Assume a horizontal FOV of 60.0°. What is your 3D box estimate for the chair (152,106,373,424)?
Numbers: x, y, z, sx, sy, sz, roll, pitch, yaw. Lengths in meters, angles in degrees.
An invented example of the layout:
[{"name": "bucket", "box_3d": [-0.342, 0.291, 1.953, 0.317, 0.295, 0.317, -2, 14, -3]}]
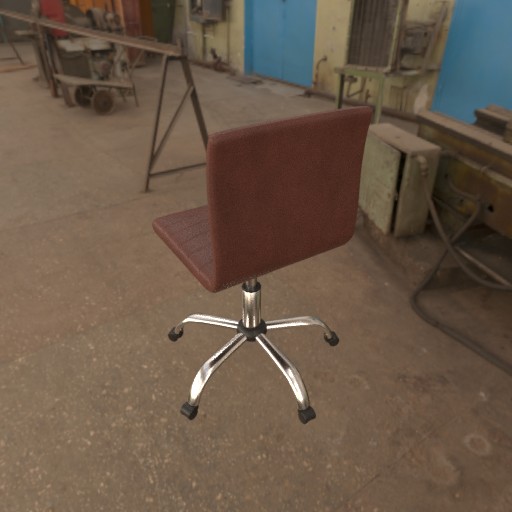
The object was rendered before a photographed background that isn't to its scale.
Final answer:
[{"name": "chair", "box_3d": [0.000, 0.000, 1.159, 0.556, 0.780, 0.530, -19, 37, -28]}]
